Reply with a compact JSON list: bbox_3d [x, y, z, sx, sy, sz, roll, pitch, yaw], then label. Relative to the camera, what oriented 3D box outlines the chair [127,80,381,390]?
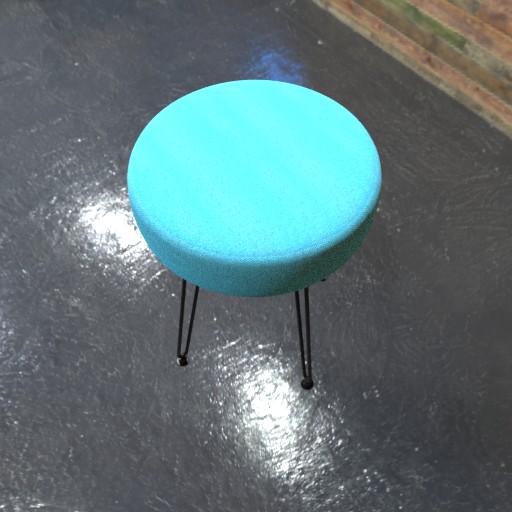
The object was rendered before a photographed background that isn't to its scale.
[{"bbox_3d":[0.000,0.000,0.687,0.350,0.440,0.350,-29,62,-17],"label":"chair"}]
